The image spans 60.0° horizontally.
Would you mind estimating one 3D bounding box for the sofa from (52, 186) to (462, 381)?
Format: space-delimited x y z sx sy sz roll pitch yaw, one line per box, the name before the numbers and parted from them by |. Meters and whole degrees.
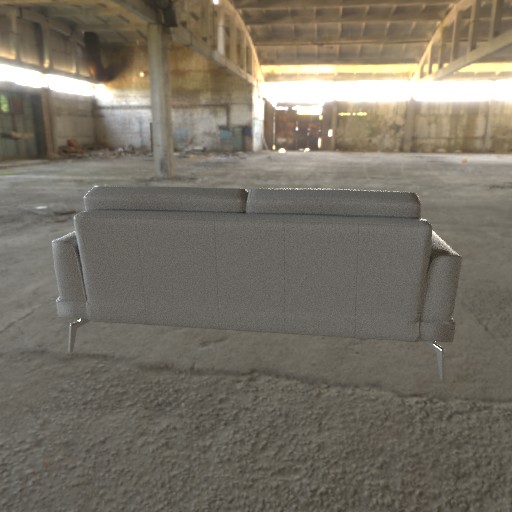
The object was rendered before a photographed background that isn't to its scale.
sofa | 0.000 0.000 2.777 2.177 0.930 1.121 2 16 8
